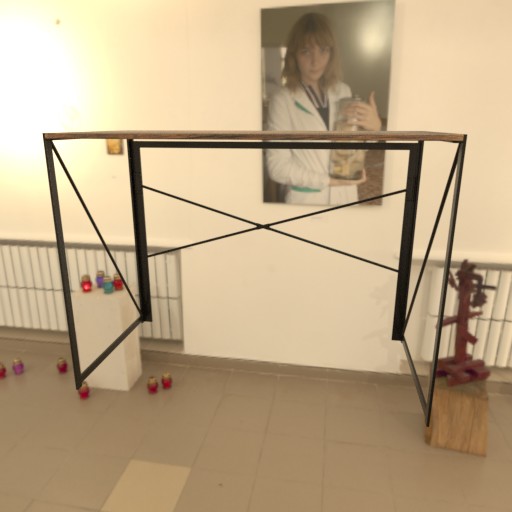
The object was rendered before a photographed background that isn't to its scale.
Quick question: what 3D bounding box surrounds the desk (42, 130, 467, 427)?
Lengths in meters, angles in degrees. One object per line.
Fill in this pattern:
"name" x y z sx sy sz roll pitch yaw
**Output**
"desk" 0.000 0.000 1.385 1.015 0.747 0.505 3 17 9
